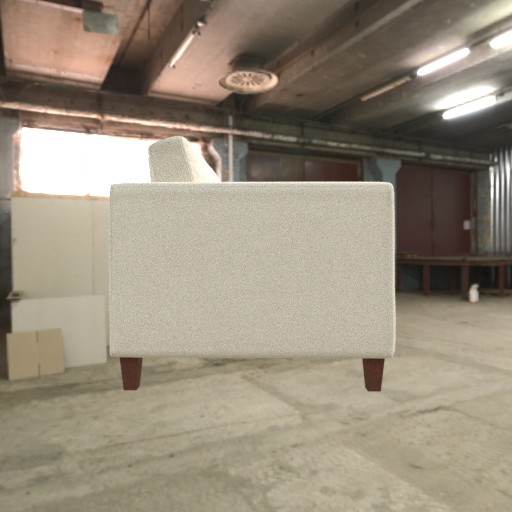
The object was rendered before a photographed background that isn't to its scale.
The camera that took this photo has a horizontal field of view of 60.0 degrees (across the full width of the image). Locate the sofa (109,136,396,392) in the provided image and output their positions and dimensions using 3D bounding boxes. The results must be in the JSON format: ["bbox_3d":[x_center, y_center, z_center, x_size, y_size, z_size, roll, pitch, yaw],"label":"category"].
[{"bbox_3d":[0.000,0.000,2.256,0.964,0.888,1.702,0,1,1],"label":"sofa"}]
